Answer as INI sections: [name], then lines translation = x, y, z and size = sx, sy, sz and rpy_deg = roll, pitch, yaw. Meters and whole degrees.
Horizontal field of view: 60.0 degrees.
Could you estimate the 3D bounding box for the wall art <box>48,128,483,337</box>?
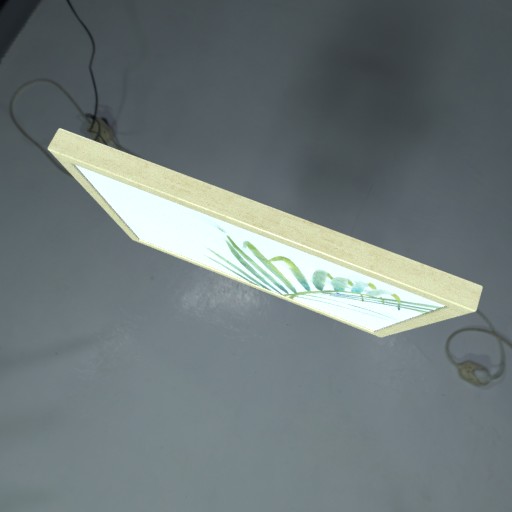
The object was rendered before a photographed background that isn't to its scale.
[wall art]
translation = 0.000, 0.000, 0.700
size = 0.533, 0.381, 0.032
rpy_deg = 21, 76, 5
